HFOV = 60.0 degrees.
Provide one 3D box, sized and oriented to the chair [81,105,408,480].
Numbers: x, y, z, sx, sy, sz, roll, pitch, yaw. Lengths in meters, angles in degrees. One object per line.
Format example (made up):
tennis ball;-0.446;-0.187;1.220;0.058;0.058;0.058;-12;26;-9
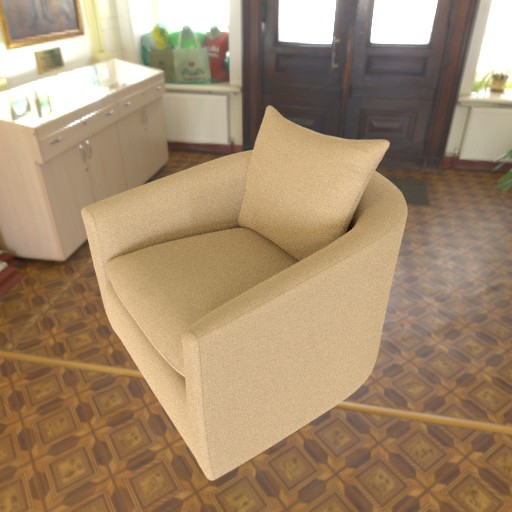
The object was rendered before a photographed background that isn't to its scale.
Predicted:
chair;0.000;0.000;1.531;0.910;0.848;0.845;-20;36;-29
